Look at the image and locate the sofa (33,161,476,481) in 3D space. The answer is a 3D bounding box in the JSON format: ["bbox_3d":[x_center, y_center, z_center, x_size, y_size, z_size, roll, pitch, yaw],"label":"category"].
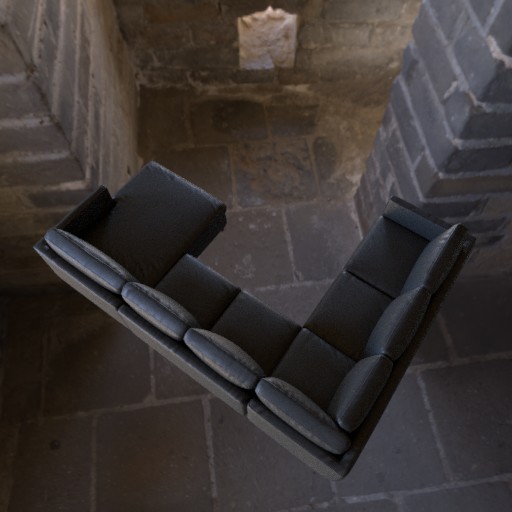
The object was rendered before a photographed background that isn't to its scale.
[{"bbox_3d":[0.000,0.000,4.478,3.460,0.923,2.593,32,66,16],"label":"sofa"}]
